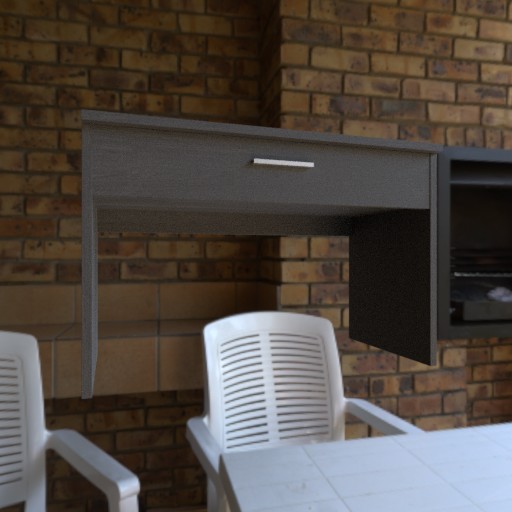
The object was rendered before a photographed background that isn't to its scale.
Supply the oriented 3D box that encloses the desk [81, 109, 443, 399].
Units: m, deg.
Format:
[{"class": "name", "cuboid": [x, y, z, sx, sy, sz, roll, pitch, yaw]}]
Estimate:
[{"class": "desk", "cuboid": [0.000, 0.000, 1.538, 1.099, 0.729, 0.557, 0, 0, -18]}]
